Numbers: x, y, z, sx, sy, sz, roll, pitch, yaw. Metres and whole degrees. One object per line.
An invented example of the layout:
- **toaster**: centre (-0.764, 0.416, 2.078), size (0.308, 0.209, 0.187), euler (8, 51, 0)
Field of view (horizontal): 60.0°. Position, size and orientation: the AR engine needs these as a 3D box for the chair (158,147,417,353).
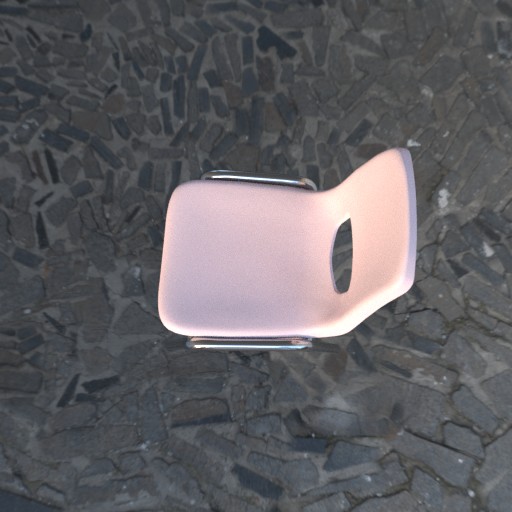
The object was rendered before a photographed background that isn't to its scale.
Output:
- **chair**: centre (0.000, 0.000, 0.834), size (0.423, 0.586, 0.354), euler (3, 77, 1)
